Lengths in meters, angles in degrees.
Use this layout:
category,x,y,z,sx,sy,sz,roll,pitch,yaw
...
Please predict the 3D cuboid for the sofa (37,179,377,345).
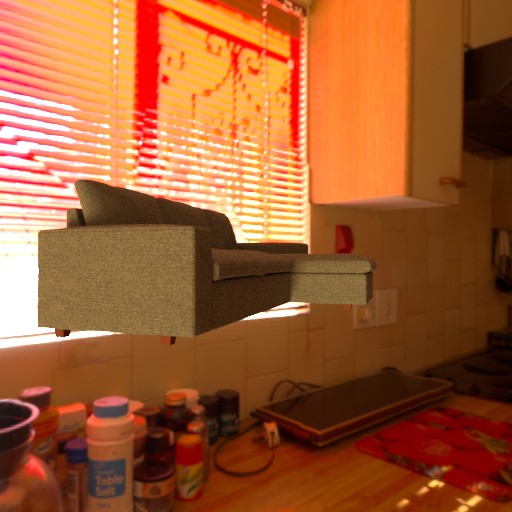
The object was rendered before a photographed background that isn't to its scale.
category,x,y,z,sx,sy,sz,roll,pitch,yaw
sofa,0.000,0.000,3.509,1.689,0.940,2.718,0,-1,19
